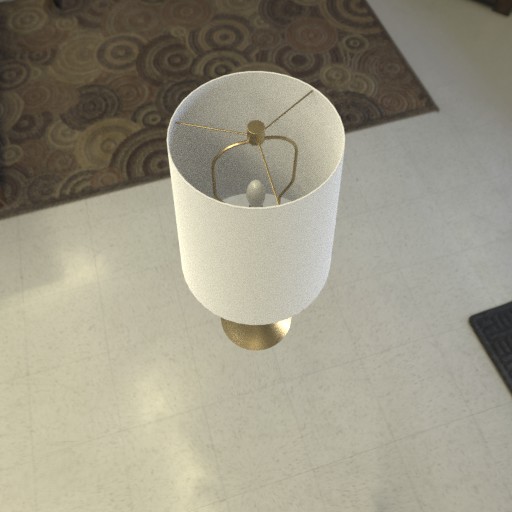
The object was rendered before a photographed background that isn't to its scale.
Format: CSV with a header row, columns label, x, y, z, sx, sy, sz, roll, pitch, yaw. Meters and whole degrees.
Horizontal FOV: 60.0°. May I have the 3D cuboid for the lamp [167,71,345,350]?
label,x,y,z,sx,sy,sz,roll,pitch,yaw
lamp,0.000,0.000,0.694,0.231,0.569,0.231,0,63,0
